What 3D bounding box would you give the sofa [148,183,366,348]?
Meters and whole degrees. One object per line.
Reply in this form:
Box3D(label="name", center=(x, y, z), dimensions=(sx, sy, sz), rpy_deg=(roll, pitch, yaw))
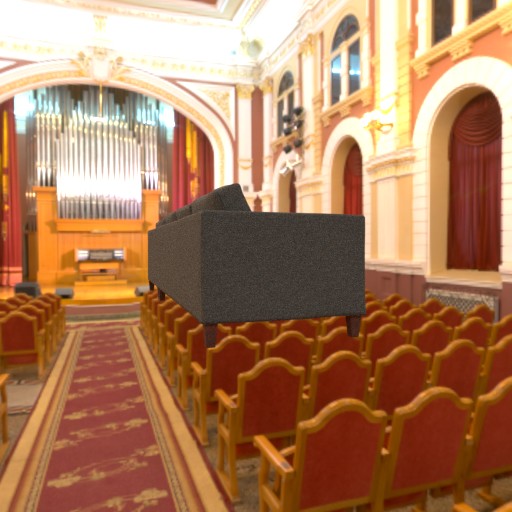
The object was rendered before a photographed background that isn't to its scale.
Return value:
Box3D(label="sofa", center=(0.000, 0.000, 3.917), dimensions=(1.625, 0.846, 3.186), rpy_deg=(0, 1, -19))
